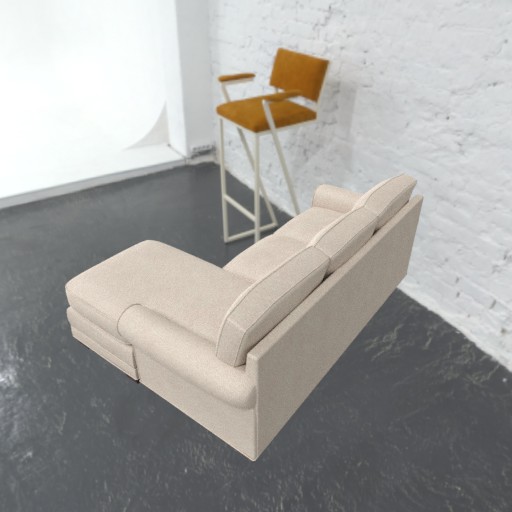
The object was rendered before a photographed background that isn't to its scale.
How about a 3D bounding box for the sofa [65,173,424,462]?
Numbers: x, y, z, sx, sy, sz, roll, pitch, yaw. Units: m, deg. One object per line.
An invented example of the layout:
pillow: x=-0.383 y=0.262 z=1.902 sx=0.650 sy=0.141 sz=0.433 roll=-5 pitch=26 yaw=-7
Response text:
sofa: x=0.000 y=0.000 z=2.457 sx=1.226 sy=0.734 sz=1.770 roll=22 pitch=39 yaw=30
